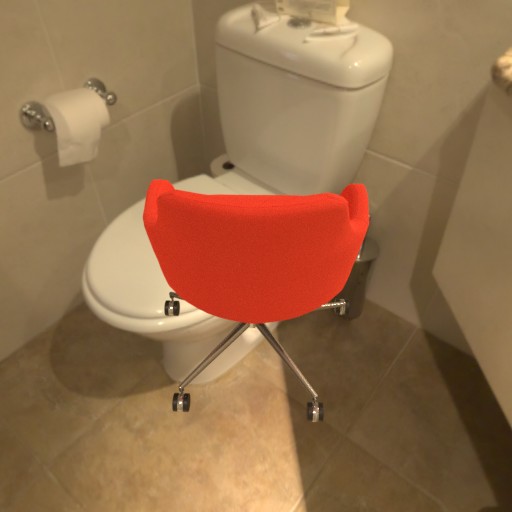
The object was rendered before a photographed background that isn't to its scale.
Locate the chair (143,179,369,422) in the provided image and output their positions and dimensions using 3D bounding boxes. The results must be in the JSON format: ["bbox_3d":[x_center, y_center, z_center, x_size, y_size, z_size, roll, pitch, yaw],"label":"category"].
[{"bbox_3d":[0.000,0.000,1.244,0.655,0.820,0.600,1,46,1],"label":"chair"}]
